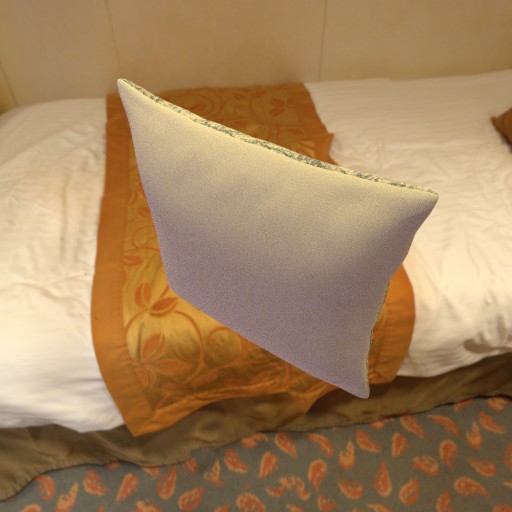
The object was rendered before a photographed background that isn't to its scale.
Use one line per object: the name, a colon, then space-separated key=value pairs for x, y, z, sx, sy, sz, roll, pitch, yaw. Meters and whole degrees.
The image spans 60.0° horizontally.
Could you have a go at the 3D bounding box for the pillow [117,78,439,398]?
pillow: x=0.000 y=0.000 z=0.783 sx=0.523 sy=0.510 sz=0.166 roll=27 pitch=52 yaw=23
